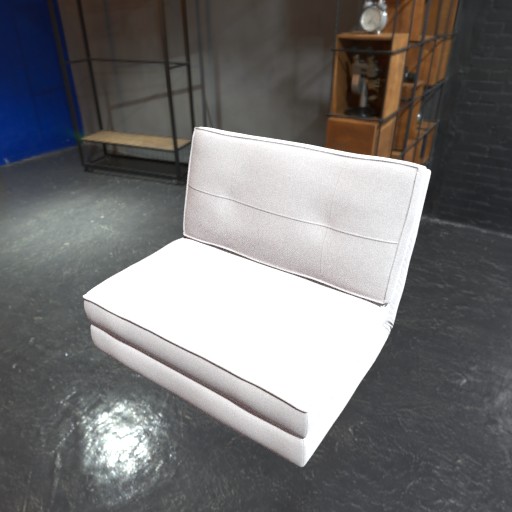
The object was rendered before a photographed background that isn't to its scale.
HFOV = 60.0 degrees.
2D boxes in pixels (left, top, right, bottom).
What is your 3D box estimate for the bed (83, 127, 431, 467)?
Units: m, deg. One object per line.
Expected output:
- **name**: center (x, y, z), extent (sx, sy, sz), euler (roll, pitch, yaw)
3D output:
- **bed**: center (0.000, 0.000, 1.354), extent (0.799, 0.614, 0.749), euler (19, 35, 29)
